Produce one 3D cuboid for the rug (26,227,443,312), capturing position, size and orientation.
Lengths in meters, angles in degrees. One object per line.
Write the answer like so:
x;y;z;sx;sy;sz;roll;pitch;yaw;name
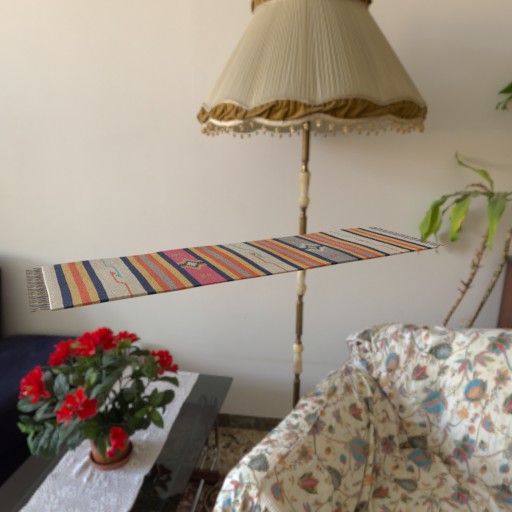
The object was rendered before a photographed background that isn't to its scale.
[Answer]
0.000;0.000;2.651;2.455;0.017;0.695;-8;17;-26;rug
